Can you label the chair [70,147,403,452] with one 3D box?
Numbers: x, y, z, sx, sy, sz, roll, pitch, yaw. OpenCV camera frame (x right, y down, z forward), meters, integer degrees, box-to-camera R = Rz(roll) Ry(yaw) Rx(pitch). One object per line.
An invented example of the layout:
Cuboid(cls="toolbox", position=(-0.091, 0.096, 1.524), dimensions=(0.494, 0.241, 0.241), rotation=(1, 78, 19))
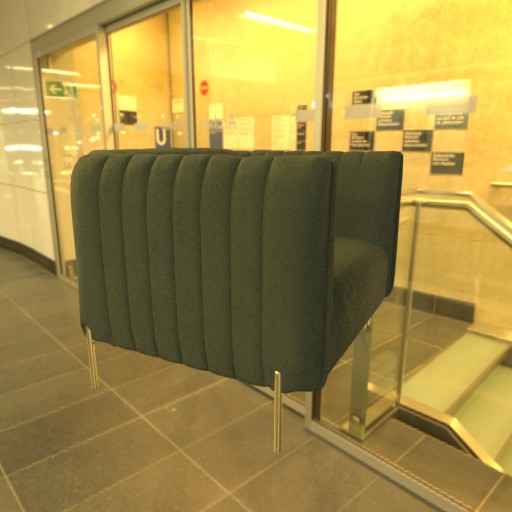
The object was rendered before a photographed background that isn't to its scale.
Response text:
Cuboid(cls="chair", position=(0.000, 0.000, 1.672), dimensions=(0.877, 0.794, 1.032), rotation=(7, 16, 27))
